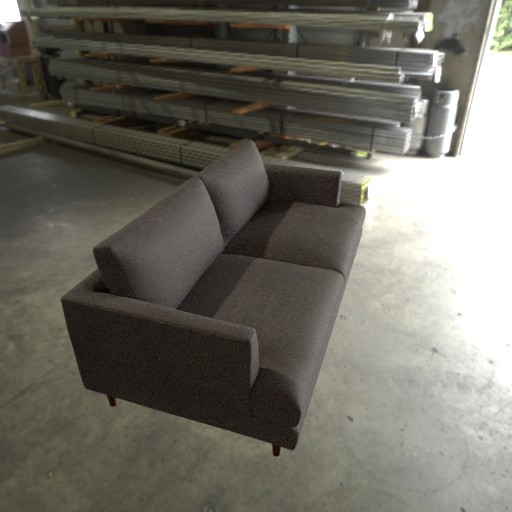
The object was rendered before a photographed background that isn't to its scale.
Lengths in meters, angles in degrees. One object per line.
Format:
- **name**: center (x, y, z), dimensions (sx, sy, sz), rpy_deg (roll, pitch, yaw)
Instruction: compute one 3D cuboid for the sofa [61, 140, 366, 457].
- **sofa**: center (0.000, 0.000, 2.535), dimensions (1.020, 0.868, 1.948), rpy_deg (10, 31, 17)
